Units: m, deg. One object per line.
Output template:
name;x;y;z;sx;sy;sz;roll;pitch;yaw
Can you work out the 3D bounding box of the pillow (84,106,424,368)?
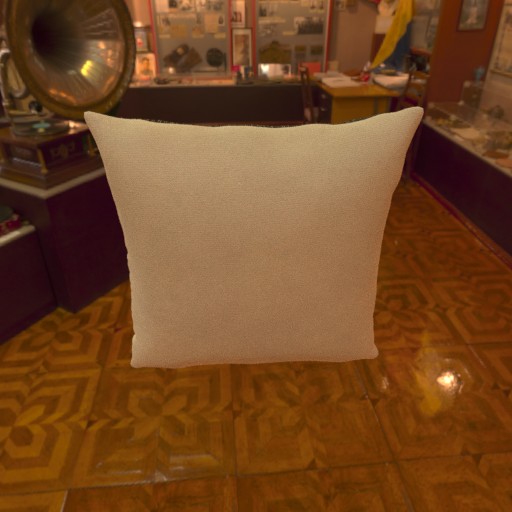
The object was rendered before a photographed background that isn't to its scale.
pillow;0.000;0.000;0.670;0.433;0.434;0.196;-2;31;-3
